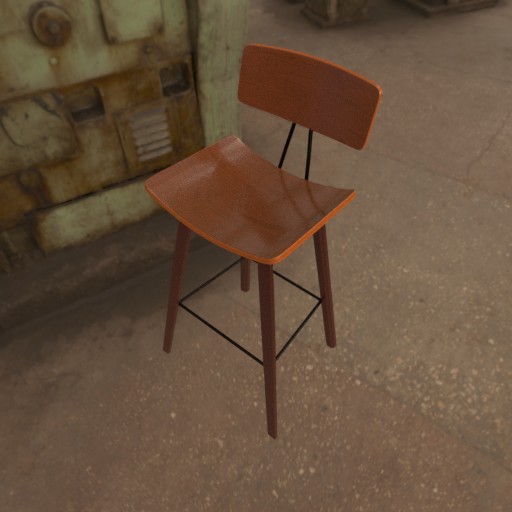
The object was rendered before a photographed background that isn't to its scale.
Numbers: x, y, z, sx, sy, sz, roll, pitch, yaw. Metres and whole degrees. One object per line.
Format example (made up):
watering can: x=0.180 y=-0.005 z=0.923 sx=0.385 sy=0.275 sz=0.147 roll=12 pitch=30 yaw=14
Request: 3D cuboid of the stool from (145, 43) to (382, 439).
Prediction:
stool: x=0.000 y=0.000 z=1.251 sx=0.509 sy=0.969 sz=0.440 roll=31 pitch=54 yaw=25
